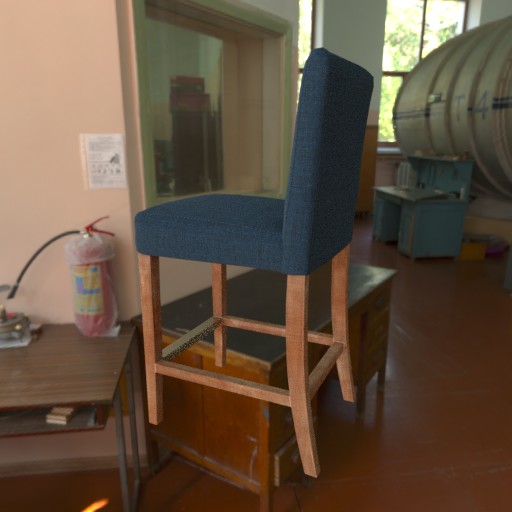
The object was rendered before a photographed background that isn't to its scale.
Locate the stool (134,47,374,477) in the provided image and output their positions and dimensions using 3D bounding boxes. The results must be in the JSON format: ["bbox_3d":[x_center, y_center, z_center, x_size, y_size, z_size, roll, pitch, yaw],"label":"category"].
[{"bbox_3d":[0.000,0.000,1.316,0.567,1.039,0.454,7,17,25],"label":"stool"}]
